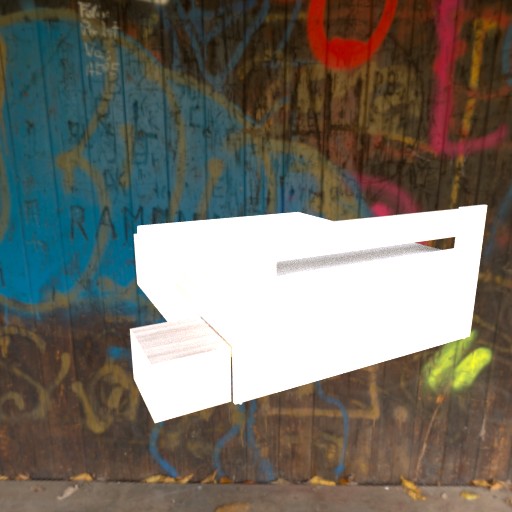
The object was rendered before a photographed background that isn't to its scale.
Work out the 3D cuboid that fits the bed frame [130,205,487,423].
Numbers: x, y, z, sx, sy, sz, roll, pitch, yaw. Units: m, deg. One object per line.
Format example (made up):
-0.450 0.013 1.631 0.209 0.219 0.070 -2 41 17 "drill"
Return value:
0.000 0.000 3.177 2.040 0.860 2.050 -7 16 -26 "bed frame"
